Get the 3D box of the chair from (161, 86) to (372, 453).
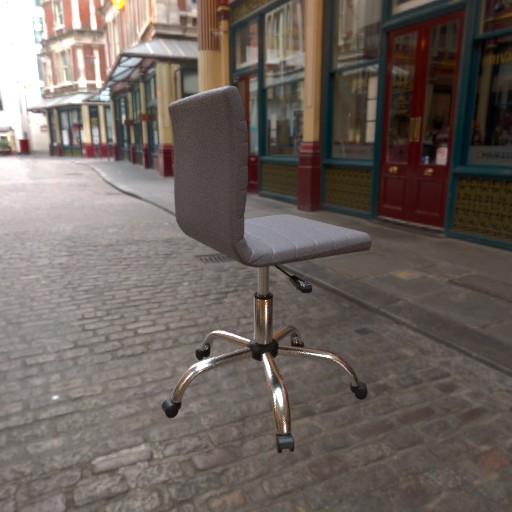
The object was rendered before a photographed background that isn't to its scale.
[{"bbox_3d":[0.000,0.000,1.153,0.530,0.780,0.556,-7,15,-27],"label":"chair"}]
